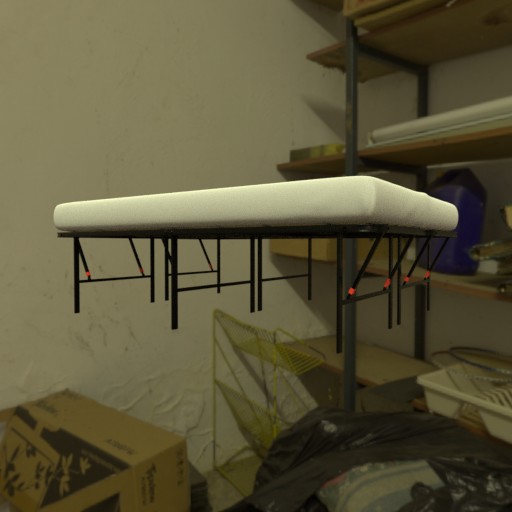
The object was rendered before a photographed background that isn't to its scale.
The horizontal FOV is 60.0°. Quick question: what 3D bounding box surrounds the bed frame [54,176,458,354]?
[{"bbox_3d":[0.000,0.000,2.535,1.905,0.637,1.372,1,2,35],"label":"bed frame"}]
